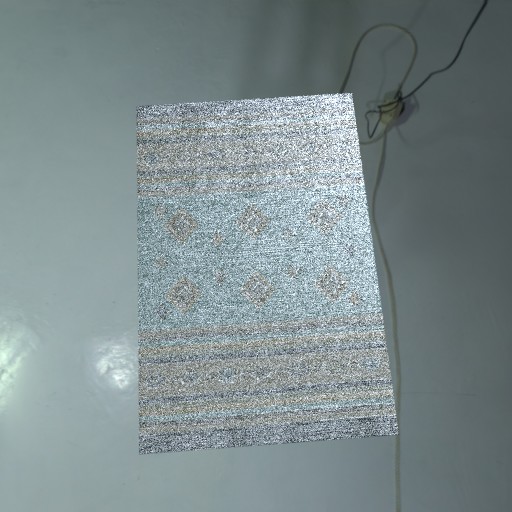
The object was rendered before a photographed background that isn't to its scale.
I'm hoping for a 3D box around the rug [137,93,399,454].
[{"bbox_3d":[0.000,0.000,2.279,1.212,0.010,1.811,-4,76,-1],"label":"rug"}]
